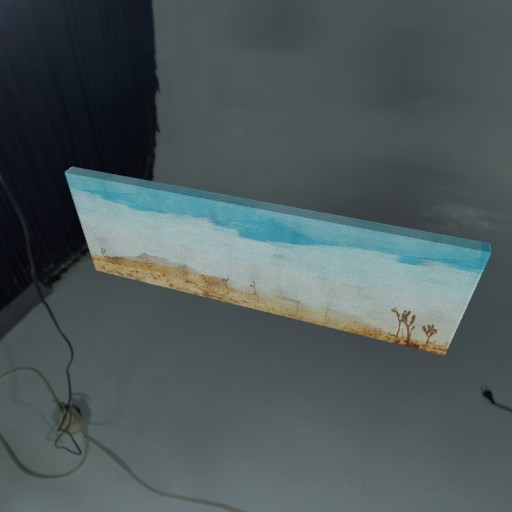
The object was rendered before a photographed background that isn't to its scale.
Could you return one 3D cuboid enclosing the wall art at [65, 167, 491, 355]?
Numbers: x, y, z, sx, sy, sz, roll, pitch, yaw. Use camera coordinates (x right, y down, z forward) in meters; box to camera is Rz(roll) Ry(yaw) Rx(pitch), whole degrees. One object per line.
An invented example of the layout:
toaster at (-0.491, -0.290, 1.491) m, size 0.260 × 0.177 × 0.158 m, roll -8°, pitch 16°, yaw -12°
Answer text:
wall art at (0.000, 0.000, 0.854) m, size 0.759 × 0.254 × 0.044 m, roll 12°, pitch 42°, yaw 14°
